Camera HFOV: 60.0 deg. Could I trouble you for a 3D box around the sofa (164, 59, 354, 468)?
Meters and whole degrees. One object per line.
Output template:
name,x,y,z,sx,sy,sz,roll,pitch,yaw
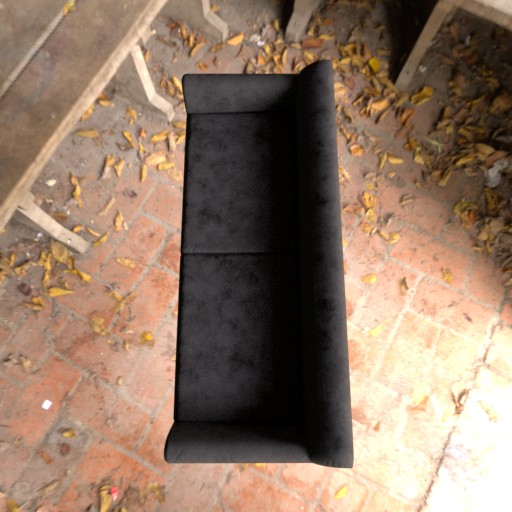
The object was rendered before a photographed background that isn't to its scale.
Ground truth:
sofa,0.000,0.000,2.621,0.900,0.740,2.190,0,75,0
